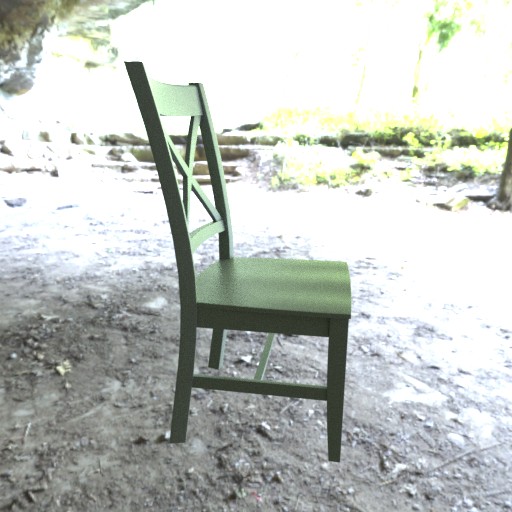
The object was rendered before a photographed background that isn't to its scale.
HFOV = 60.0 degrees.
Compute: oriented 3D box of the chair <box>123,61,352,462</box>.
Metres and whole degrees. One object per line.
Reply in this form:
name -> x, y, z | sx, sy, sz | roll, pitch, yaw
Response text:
chair -> 0.000, 0.000, 1.276 | 0.542, 0.983, 0.485 | 3, 16, 9
